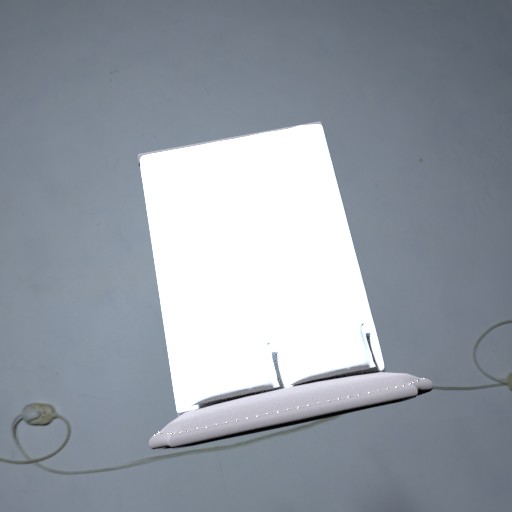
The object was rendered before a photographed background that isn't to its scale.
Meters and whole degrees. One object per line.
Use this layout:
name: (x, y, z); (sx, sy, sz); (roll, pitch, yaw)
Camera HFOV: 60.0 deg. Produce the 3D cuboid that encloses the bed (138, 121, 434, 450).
bed: (0.000, 0.000, 3.441); (1.713, 1.443, 2.372); (-11, 76, -3)
